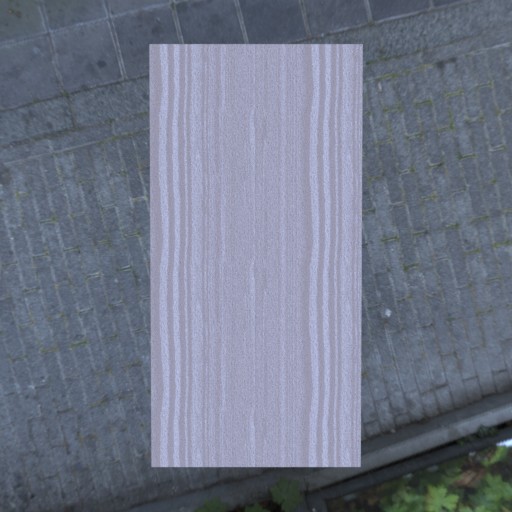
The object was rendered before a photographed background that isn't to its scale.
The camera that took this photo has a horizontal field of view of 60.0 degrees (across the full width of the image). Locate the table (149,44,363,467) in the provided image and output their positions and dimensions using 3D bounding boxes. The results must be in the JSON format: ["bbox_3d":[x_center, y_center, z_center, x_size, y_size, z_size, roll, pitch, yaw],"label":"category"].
[{"bbox_3d":[0.000,0.000,1.480,0.600,0.450,1.200,0,91,0],"label":"table"}]
